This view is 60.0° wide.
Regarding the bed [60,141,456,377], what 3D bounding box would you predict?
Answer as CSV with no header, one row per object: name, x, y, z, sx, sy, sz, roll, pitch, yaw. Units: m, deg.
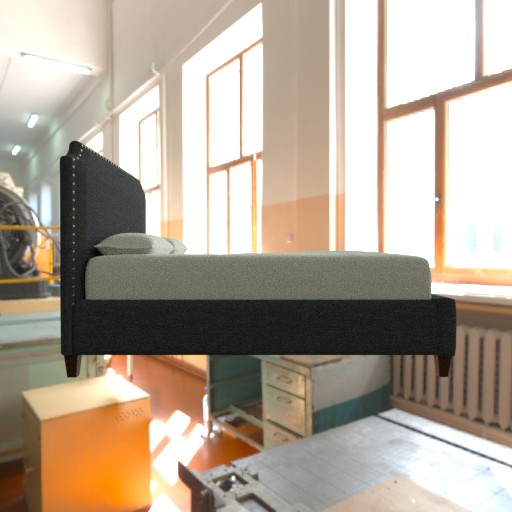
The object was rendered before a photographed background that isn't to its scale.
bed,0.000,0.000,3.456,2.372,1.443,1.713,0,0,0
